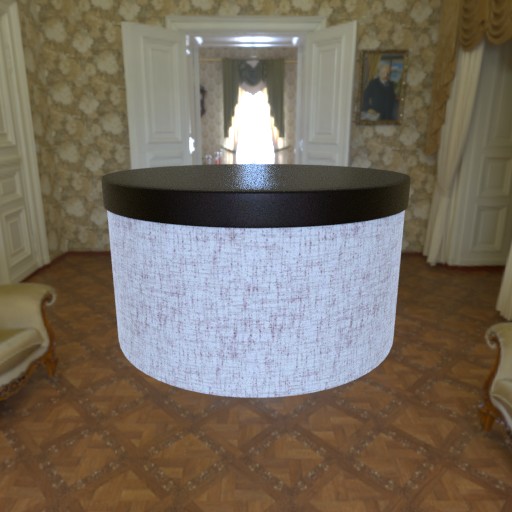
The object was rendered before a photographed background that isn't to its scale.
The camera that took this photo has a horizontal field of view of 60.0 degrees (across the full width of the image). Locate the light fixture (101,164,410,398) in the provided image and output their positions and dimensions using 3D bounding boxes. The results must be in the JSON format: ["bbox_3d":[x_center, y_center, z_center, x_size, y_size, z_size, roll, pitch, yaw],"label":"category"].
[{"bbox_3d":[0.000,0.000,0.618,0.389,0.229,0.389,0,15,0],"label":"light fixture"}]
